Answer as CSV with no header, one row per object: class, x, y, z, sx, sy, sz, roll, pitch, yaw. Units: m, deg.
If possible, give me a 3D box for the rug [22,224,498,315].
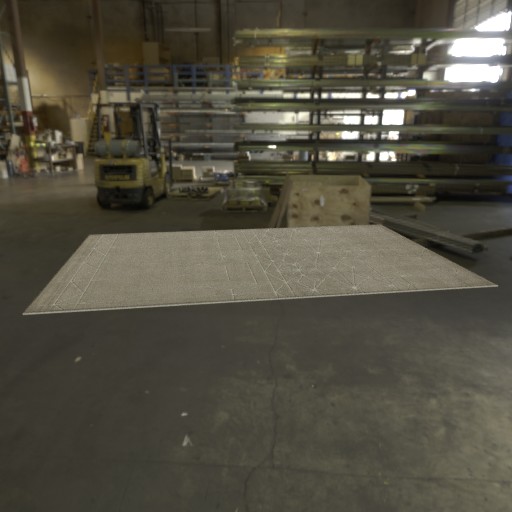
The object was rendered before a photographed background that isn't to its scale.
rug,0.000,0.000,2.963,2.438,0.012,1.524,-3,17,-8
